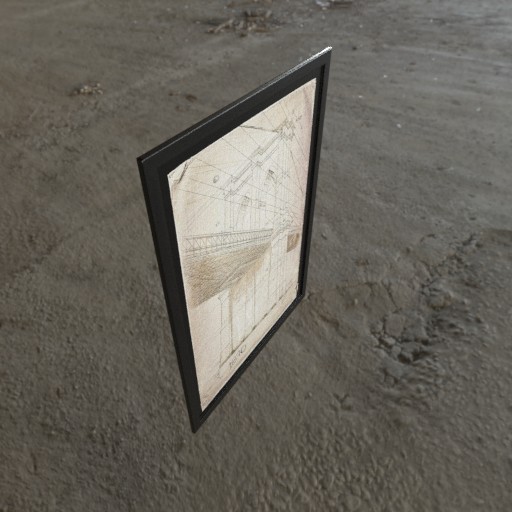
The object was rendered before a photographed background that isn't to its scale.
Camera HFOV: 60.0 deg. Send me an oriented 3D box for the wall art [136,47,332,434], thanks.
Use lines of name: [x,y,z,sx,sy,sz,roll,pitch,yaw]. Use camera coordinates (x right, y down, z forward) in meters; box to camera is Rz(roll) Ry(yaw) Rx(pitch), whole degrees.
wall art: [0.000,0.000,1.287,0.013,0.967,0.707,24,47,24]
